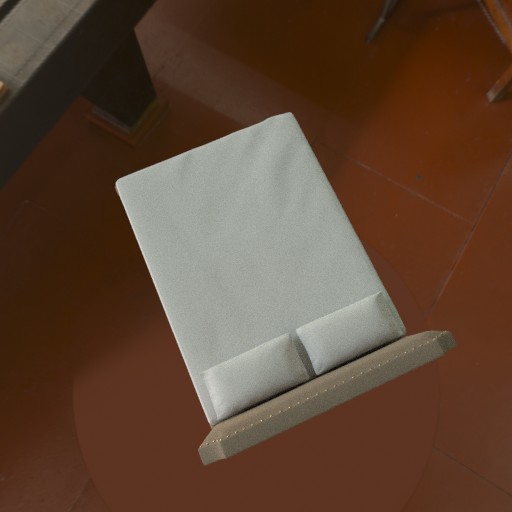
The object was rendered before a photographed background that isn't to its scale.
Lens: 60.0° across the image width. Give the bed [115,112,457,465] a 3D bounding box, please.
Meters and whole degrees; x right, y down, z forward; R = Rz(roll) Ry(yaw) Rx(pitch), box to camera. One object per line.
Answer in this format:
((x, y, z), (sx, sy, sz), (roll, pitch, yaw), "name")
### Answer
((0.000, 0.000, 3.469), (1.703, 1.415, 2.329), (-23, 76, -6), "bed")
